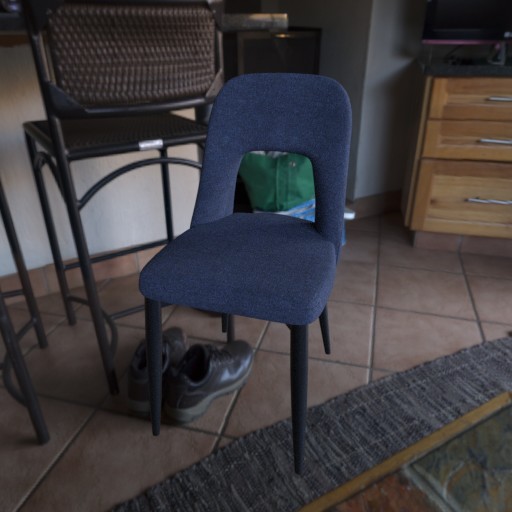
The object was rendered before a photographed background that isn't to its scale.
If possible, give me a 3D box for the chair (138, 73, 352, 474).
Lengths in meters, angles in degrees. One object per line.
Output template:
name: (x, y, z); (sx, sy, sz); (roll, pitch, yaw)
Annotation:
chair: (0.000, 0.000, 1.263); (0.470, 0.931, 0.612); (8, 27, 16)
